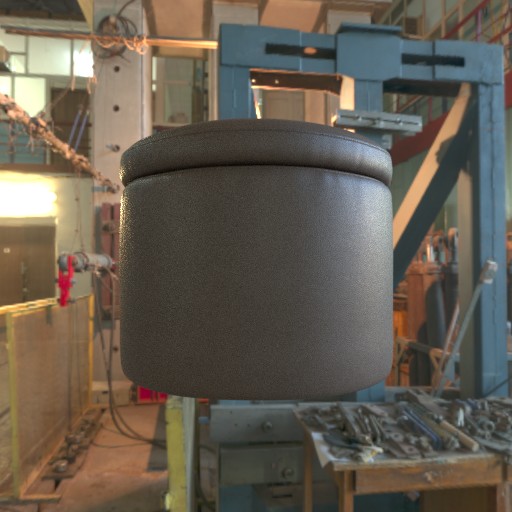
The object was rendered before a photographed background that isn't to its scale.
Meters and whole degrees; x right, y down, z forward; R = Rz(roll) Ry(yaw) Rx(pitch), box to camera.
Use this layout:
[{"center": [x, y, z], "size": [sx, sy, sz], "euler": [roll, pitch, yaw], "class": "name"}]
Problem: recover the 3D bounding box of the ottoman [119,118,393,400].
[{"center": [0.000, 0.000, 0.845], "size": [0.500, 0.409, 0.500], "euler": [0, -1, 0], "class": "ottoman"}]
